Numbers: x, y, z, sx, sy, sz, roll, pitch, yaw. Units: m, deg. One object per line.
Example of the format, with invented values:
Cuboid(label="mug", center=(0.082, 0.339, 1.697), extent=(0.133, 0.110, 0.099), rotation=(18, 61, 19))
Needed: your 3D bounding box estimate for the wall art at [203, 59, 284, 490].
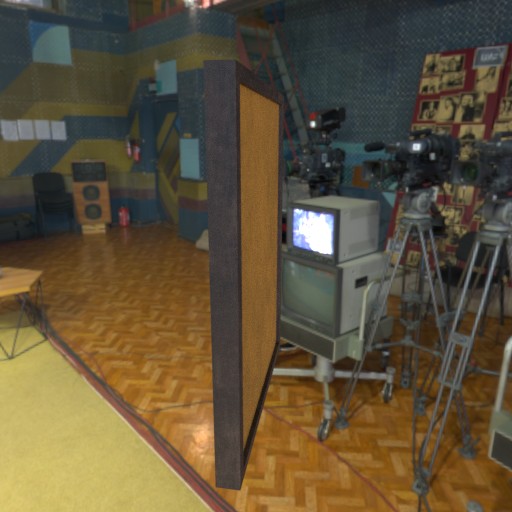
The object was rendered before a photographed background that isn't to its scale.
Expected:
Cuboid(label="wall art", center=(0.000, 0.000, 0.556), extent=(0.027, 0.406, 0.329), rotation=(3, 15, 10))
